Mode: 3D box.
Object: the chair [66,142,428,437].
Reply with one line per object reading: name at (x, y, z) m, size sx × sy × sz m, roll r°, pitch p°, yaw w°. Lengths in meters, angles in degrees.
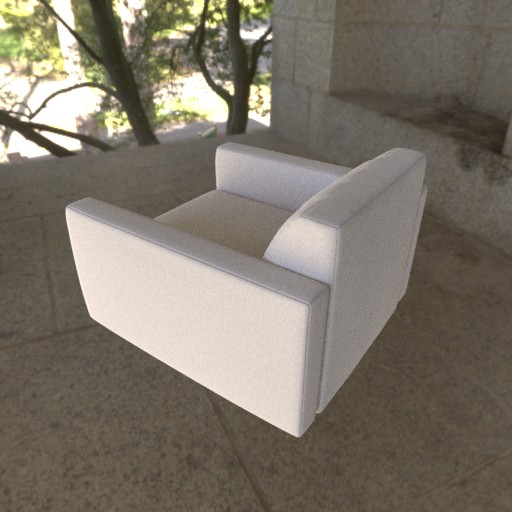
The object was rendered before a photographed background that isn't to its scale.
chair at (0.000, 0.000, 1.695) m, size 0.998 × 0.819 × 0.953 m, roll 20°, pitch 37°, yaw 30°
